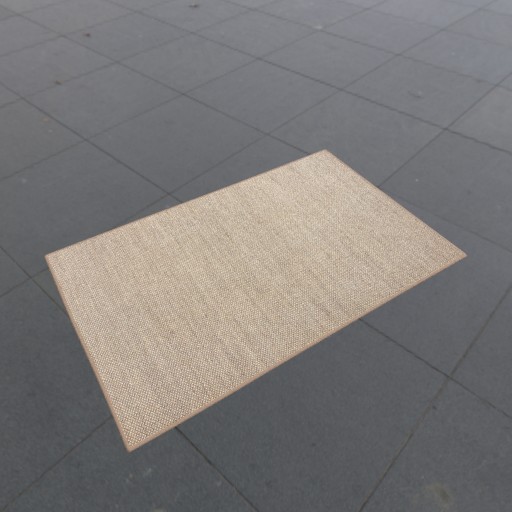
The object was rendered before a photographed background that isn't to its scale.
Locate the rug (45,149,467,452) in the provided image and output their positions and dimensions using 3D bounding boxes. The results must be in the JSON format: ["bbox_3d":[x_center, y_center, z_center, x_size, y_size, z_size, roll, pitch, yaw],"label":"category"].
[{"bbox_3d":[0.000,0.000,2.062,1.668,0.012,1.061,-25,51,-22],"label":"rug"}]
